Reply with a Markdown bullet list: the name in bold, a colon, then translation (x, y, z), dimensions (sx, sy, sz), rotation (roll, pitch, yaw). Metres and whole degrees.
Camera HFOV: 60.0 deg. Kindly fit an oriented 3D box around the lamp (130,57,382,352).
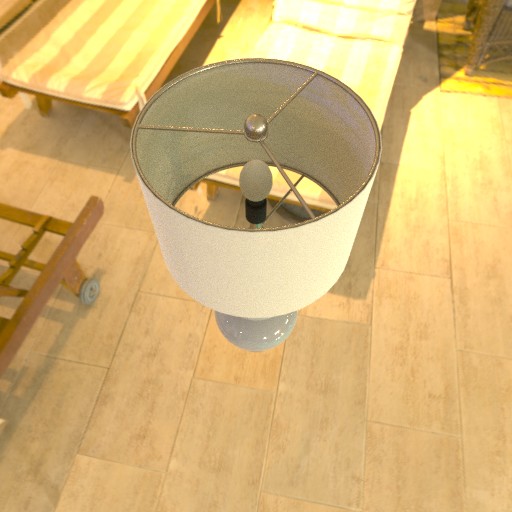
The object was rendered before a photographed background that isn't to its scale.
- **lamp**: translation (0.000, 0.000, 0.937), dimensions (0.367, 0.730, 0.367), rotation (14, 58, 9)
